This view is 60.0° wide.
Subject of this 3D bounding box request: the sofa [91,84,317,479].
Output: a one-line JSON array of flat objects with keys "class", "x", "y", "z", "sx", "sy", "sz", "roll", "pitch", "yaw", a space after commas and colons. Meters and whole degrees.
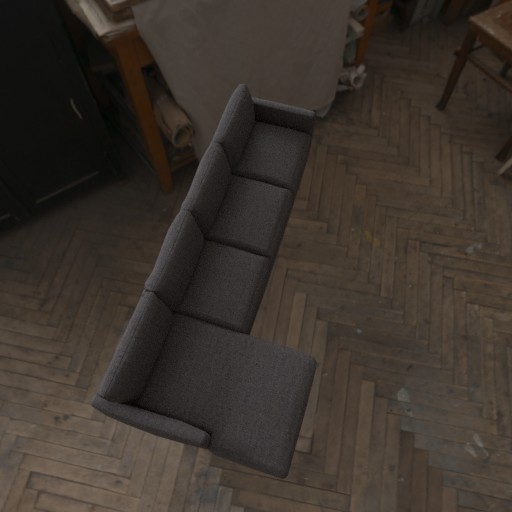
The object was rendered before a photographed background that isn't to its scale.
[{"class": "sofa", "x": 0.000, "y": 0.000, "z": 3.287, "sx": 1.258, "sy": 0.754, "sz": 2.731, "roll": 16, "pitch": 65, "yaw": 8}]
